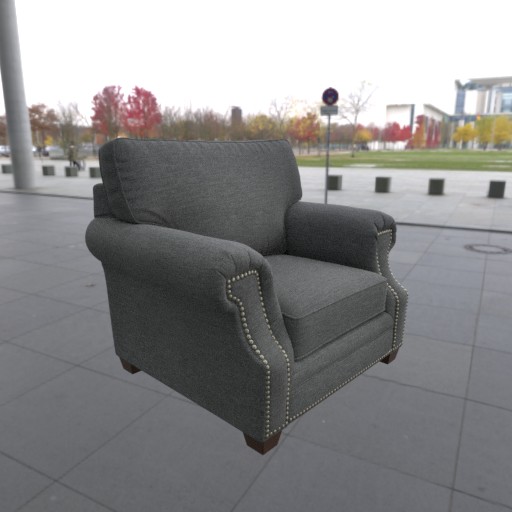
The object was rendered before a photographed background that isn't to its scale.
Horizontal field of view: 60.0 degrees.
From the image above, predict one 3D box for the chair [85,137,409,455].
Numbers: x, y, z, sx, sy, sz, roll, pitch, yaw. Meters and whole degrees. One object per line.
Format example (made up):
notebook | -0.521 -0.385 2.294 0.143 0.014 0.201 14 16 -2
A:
chair | 0.000 0.000 1.856 0.965 0.961 1.092 13 19 42
